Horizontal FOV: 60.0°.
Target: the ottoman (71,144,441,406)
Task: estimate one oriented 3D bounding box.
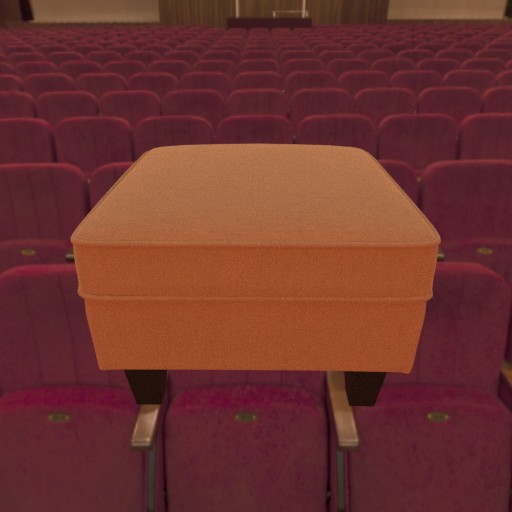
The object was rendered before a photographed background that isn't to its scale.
[{"bbox_3d":[0.000,0.000,1.036,0.616,0.438,0.613,0,27,1],"label":"ottoman"}]
